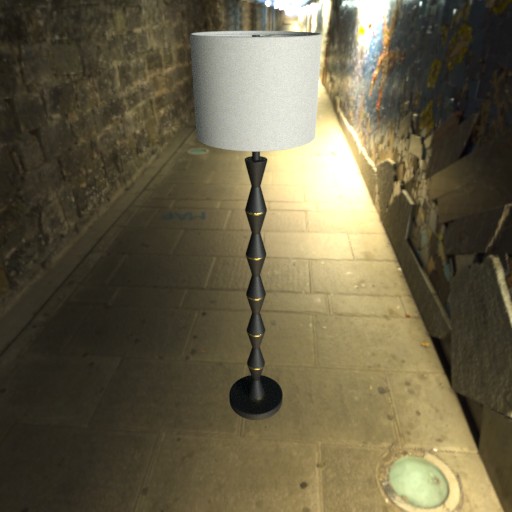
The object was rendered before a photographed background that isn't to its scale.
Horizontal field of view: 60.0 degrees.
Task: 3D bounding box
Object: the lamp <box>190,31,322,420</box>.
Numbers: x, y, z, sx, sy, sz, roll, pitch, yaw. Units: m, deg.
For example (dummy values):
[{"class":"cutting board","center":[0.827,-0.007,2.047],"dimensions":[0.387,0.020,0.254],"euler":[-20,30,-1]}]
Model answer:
[{"class":"lamp","center":[0.000,0.000,1.648],"dimensions":[0.381,1.480,0.381],"euler":[10,31,17]}]
